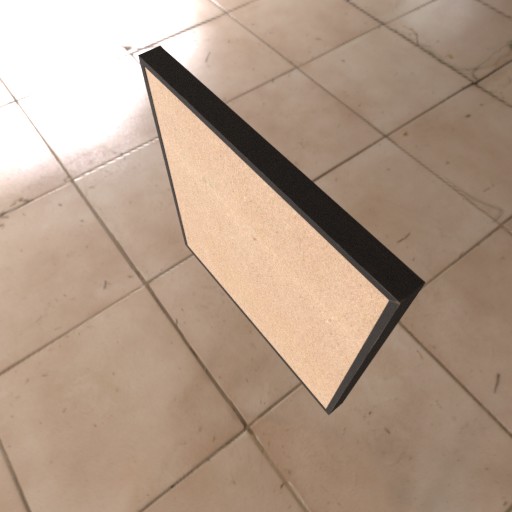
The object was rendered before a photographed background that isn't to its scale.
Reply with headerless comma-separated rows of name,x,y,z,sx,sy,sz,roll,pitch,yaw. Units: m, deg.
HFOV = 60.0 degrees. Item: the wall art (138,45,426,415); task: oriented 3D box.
wall art,0.000,0.000,0.764,0.038,0.508,0.508,-34,64,-19
